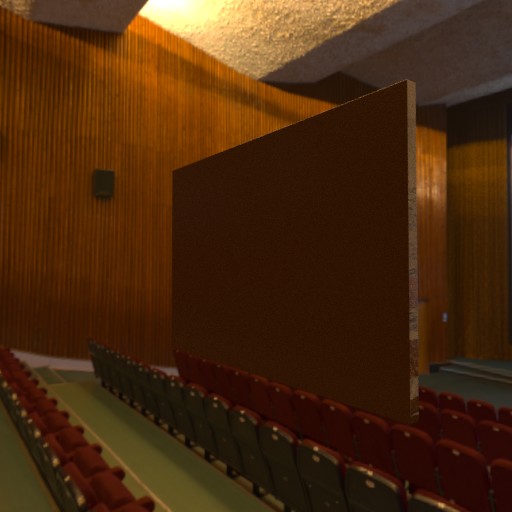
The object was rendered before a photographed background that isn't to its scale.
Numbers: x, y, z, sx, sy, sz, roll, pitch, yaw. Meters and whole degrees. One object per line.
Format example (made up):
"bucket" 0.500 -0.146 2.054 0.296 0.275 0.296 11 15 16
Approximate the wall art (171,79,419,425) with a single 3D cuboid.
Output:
"wall art" 0.000 0.000 1.162 0.027 0.610 0.932 1 -2 -37
